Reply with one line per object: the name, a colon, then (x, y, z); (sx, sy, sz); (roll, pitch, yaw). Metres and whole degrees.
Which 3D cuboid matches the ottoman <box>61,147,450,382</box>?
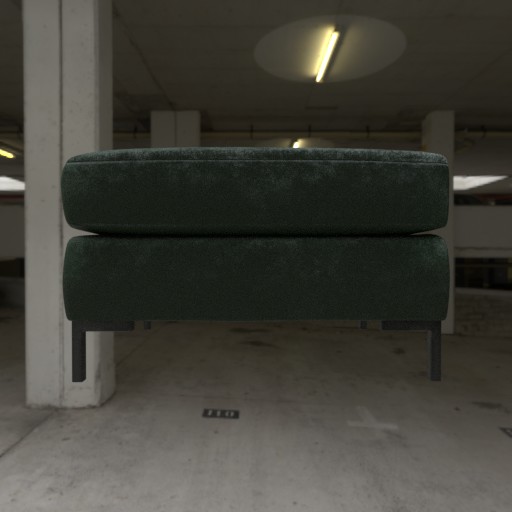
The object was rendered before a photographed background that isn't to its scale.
ottoman: (0.000, 0.000, 1.283); (0.839, 0.538, 0.701); (0, 1, 0)
